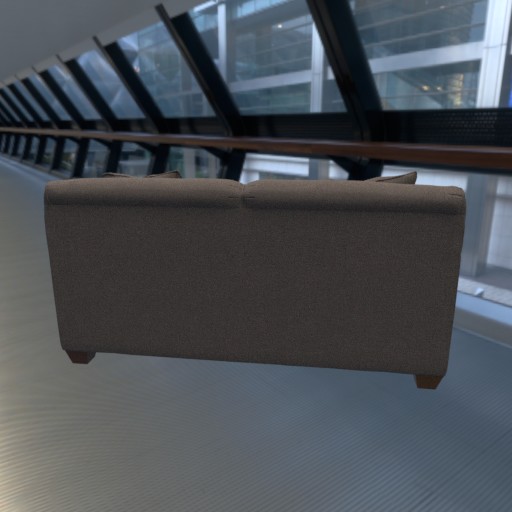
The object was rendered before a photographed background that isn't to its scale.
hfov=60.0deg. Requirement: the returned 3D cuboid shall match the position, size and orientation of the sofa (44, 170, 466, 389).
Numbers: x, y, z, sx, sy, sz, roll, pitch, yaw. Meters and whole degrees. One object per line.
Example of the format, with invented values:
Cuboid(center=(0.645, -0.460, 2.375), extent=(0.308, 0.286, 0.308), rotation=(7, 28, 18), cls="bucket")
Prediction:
Cuboid(center=(0.000, 0.000, 2.435), extent=(1.846, 0.958, 1.000), rotation=(2, 15, 8), cls="sofa")
